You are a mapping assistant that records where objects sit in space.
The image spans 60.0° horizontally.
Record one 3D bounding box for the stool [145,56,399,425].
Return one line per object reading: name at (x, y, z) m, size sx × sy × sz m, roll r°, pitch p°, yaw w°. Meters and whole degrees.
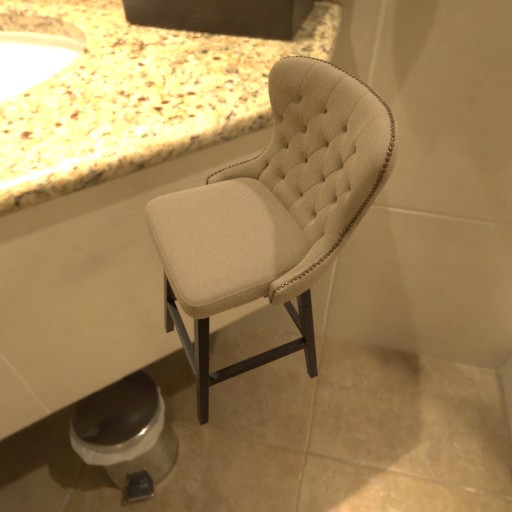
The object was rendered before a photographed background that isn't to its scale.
stool at (0.000, 0.000, 1.331) m, size 0.593 × 0.971 × 0.528 m, roll -18°, pitch 49°, yaw -16°
